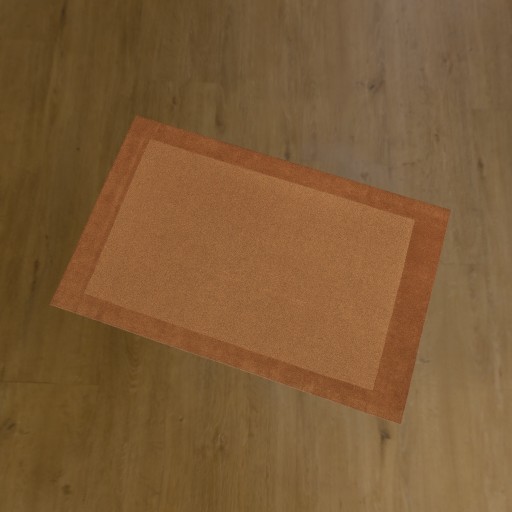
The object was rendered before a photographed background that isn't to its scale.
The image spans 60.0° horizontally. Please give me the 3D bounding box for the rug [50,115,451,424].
[{"bbox_3d":[0.000,0.000,3.087,2.438,0.014,1.524,18,76,5],"label":"rug"}]
